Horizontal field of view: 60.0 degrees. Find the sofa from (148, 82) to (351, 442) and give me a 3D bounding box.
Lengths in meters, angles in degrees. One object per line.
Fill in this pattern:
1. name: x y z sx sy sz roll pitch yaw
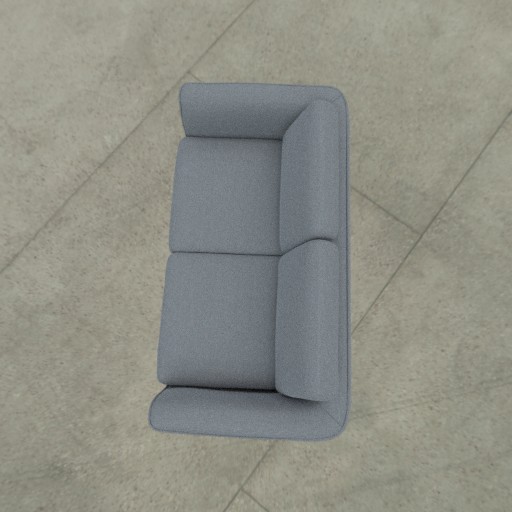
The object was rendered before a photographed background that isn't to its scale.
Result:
1. sofa: 0.000 0.000 2.239 0.920 0.850 1.700 2 76 1
